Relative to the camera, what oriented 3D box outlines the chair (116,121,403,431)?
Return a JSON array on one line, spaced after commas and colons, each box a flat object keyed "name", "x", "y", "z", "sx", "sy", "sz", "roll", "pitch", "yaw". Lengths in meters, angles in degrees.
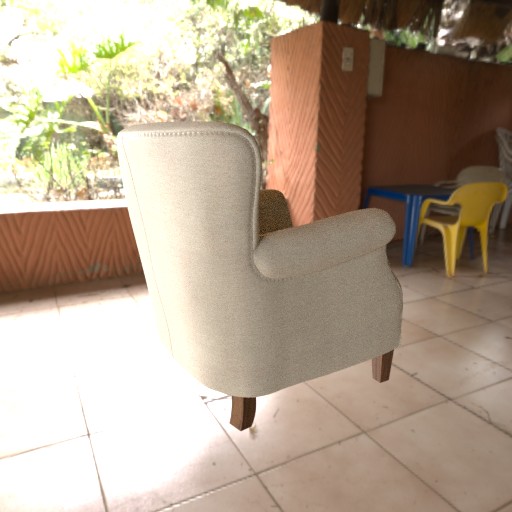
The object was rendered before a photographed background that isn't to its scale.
[{"name": "chair", "x": 0.000, "y": 0.000, "z": 1.658, "sx": 0.921, "sy": 0.936, "sz": 0.861, "roll": -8, "pitch": 17, "yaw": -27}]
